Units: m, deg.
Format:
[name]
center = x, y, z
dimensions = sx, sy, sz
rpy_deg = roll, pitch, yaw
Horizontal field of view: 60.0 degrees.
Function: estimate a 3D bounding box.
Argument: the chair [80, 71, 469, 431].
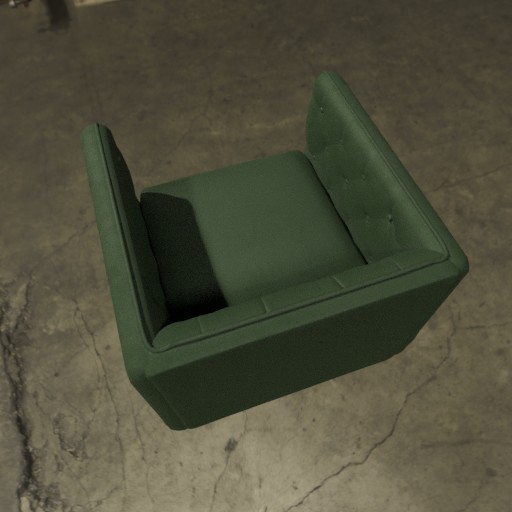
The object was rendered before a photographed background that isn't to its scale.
[chair]
center = 0.000, 0.000, 1.537
dimensions = 0.917, 0.768, 0.855
rpy_deg = -16, 60, -10
